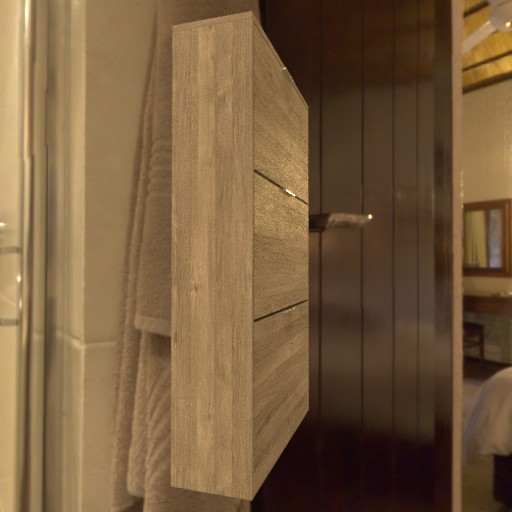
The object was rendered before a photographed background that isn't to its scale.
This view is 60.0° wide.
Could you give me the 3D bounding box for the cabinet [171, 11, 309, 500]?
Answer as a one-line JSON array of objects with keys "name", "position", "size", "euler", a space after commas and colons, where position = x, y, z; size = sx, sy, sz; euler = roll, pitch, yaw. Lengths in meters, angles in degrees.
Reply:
[{"name": "cabinet", "position": [0.000, 0.000, 1.549], "size": [0.250, 1.280, 0.750], "euler": [0, -1, 18]}]
